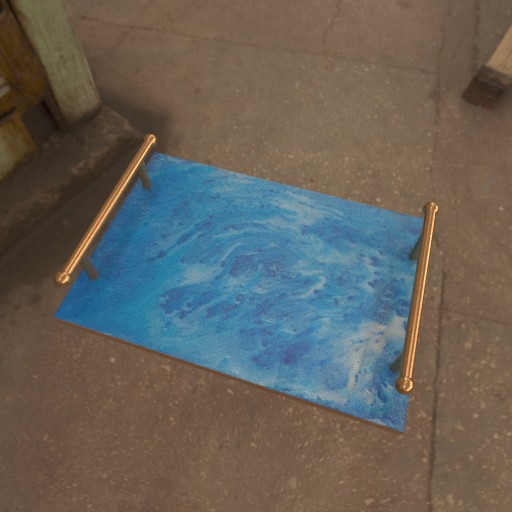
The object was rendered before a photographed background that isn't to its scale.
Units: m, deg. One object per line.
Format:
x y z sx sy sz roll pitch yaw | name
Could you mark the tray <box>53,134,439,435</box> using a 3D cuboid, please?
0.000 0.000 0.578 0.444 0.084 0.304 16 60 9 | tray
